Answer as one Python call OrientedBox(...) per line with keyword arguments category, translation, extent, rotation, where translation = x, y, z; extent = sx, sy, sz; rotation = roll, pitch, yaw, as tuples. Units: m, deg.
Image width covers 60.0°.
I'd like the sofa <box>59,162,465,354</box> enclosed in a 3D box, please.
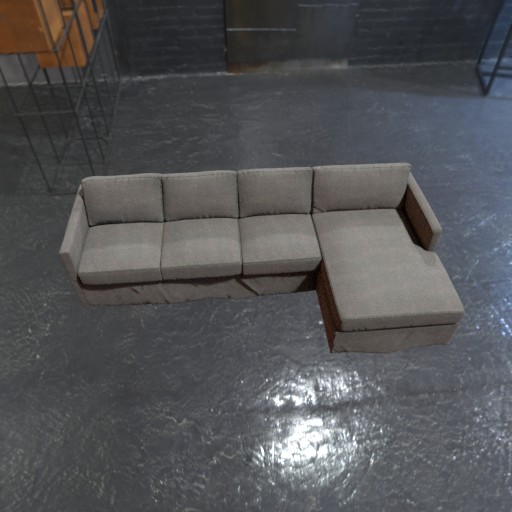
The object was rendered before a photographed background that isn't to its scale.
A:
OrientedBox(category="sofa", translation=(0.000, 0.000, 3.896), extent=(3.205, 0.922, 1.650), rotation=(-4, 46, -3))
